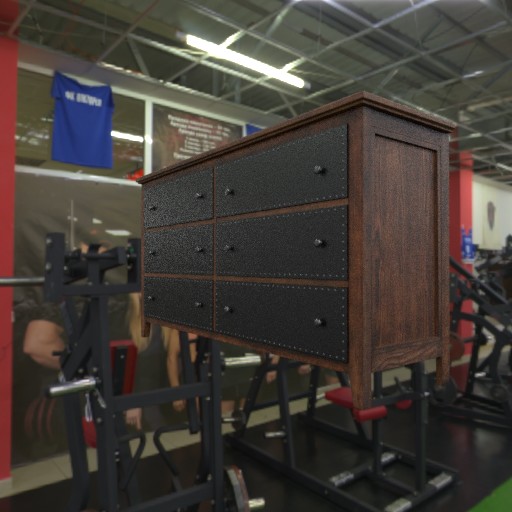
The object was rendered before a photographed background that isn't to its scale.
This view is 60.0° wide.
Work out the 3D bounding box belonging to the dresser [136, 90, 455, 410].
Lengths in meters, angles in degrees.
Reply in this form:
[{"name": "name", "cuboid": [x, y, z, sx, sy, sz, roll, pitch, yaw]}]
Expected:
[{"name": "dresser", "cuboid": [0.000, 0.000, 1.921, 0.463, 0.856, 1.551, 1, -1, -37]}]
